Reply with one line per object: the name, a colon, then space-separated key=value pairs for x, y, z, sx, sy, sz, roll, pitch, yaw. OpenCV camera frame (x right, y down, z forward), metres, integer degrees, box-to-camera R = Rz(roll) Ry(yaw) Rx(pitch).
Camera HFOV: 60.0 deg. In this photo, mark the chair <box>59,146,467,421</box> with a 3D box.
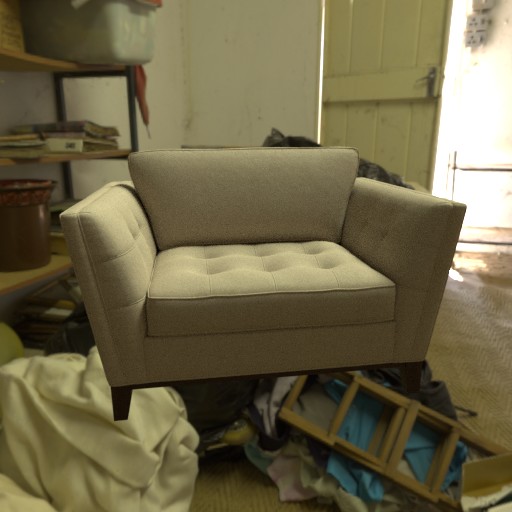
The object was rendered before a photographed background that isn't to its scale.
chair: x=0.000 y=0.000 z=2.015 sx=1.397 sy=0.940 sz=0.965 roll=-2 pitch=16 yaw=-8
